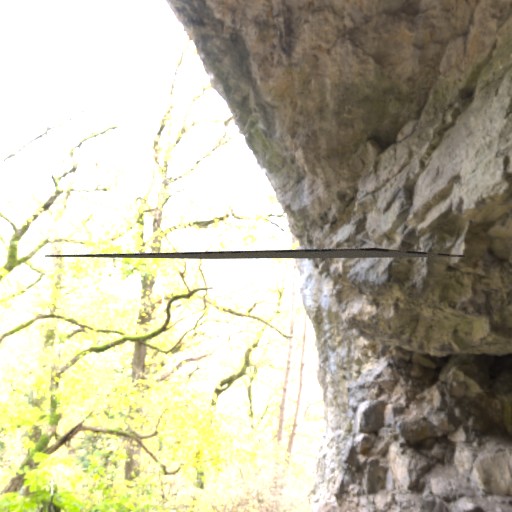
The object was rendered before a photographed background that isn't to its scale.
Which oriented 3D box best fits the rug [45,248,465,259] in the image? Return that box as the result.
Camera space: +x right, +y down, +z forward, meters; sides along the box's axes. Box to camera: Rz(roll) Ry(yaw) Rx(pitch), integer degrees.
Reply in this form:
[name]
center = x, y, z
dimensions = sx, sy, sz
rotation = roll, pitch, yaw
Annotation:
[rug]
center = 0.000, 0.000, 2.958
dimensions = 2.261, 0.013, 1.676
rotation = -1, -1, 36
